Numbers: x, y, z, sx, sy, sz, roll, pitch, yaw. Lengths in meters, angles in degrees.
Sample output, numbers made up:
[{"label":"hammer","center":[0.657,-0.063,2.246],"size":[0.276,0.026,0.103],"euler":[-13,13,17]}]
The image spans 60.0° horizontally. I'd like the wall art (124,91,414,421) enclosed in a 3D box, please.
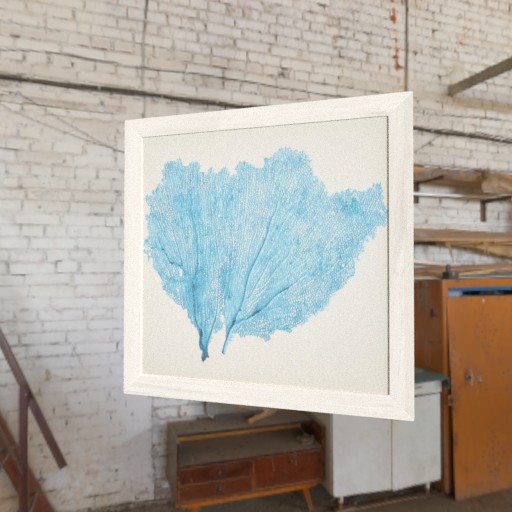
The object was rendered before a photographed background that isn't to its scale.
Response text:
[{"label":"wall art","center":[0.000,0.000,0.872],"size":[0.584,0.584,0.013],"euler":[0,-1,16]}]
